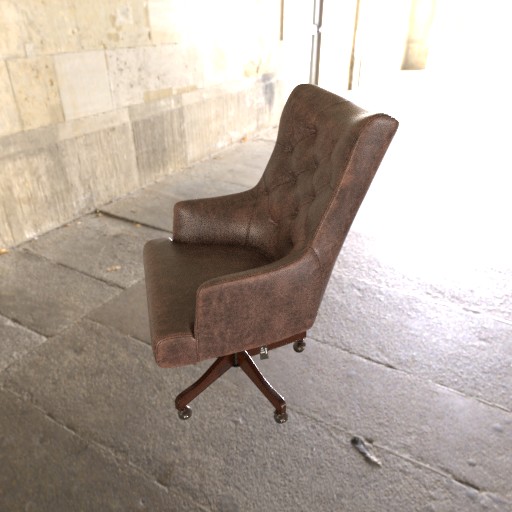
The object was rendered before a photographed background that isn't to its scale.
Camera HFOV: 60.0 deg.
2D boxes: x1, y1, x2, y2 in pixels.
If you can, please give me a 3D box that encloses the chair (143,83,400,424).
[{"bbox_3d":[0.000,0.000,1.532,0.762,1.035,0.641,-7,30,-13],"label":"chair"}]
